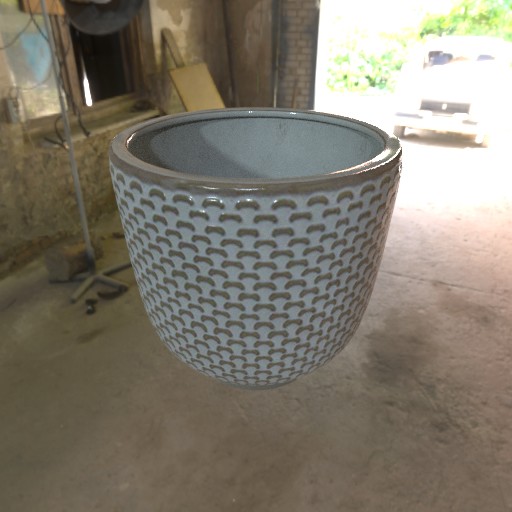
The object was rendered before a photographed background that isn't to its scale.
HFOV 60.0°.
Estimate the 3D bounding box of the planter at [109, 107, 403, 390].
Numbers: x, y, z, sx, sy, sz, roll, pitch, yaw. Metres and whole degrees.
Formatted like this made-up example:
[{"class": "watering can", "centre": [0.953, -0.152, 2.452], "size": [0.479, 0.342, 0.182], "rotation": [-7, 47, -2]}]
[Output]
[{"class": "planter", "centre": [0.000, 0.000, 0.350], "size": [0.197, 0.191, 0.197], "rotation": [0, 30, 0]}]
